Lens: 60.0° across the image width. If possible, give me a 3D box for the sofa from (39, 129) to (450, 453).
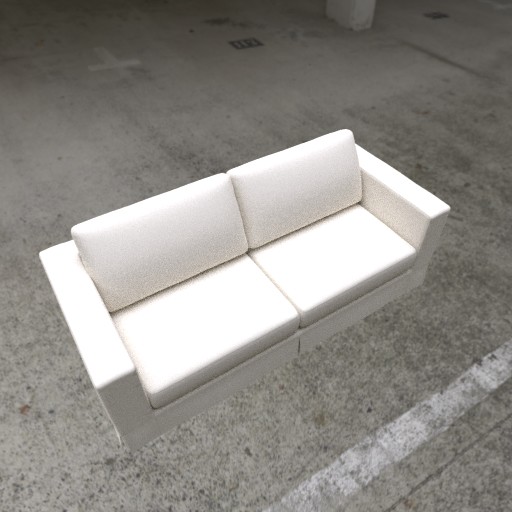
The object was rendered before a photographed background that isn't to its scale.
[{"bbox_3d":[0.000,0.000,2.610,2.163,0.881,0.954,-25,50,-22],"label":"sofa"}]
